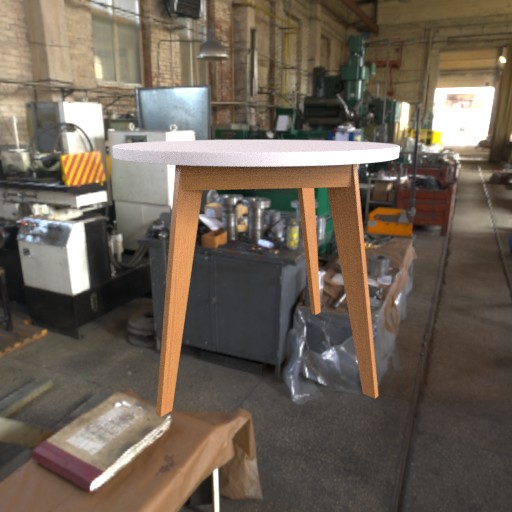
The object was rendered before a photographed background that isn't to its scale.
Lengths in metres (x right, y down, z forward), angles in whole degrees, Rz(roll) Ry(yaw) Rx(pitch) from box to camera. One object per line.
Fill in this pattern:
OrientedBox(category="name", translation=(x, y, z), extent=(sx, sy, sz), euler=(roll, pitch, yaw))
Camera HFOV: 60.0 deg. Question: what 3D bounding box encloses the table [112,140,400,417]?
OrientedBox(category="table", translation=(0.000, 0.000, 1.555), extent=(0.896, 0.762, 0.896), euler=(0, 17, 0))
